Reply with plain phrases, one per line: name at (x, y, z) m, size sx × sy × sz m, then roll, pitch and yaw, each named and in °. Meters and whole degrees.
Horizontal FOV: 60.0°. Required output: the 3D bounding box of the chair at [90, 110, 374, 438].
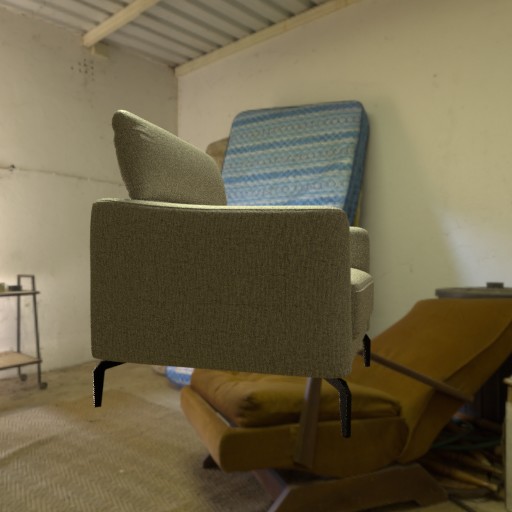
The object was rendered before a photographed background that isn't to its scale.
chair at (0.000, 0.000, 1.682) m, size 0.835 × 0.967 × 0.972 m, roll 0°, pitch 0°, yaw 18°
